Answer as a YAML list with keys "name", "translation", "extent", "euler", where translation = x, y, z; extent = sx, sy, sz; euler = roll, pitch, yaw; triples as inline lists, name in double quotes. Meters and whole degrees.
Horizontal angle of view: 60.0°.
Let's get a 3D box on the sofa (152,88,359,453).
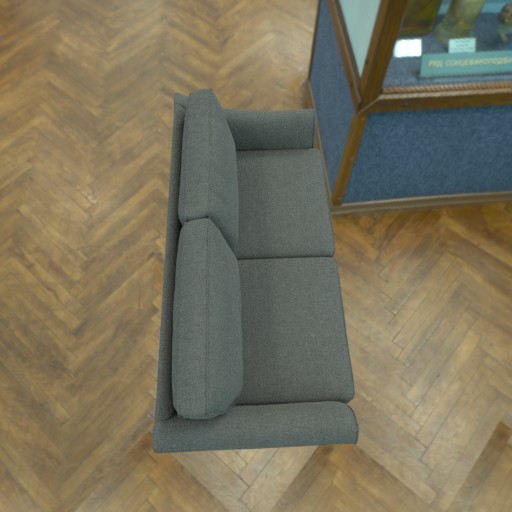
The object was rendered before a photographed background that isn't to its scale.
- name: "sofa"
  translation: [0.000, 0.000, 2.706]
  extent: [1.013, 0.976, 2.203]
  euler: [-2, 63, -1]
